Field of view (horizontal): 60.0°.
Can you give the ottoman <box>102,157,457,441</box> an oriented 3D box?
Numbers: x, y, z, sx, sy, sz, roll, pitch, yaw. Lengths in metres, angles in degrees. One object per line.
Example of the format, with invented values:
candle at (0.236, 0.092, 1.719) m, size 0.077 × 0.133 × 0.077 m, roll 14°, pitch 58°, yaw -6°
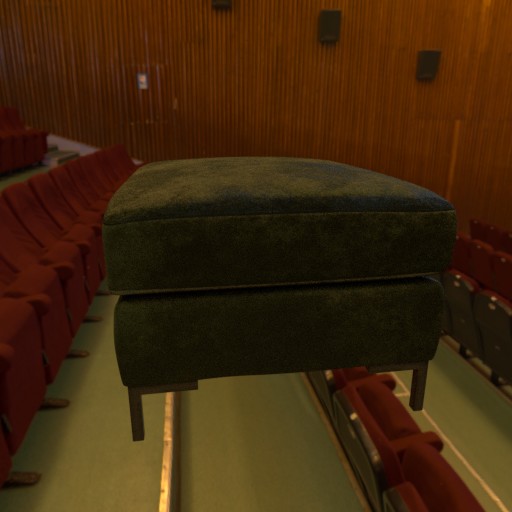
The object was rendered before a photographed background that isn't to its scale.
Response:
ottoman at (0.000, 0.000, 1.275) m, size 0.701 × 0.538 × 0.839 m, roll -3°, pitch 17°, yaw -9°
